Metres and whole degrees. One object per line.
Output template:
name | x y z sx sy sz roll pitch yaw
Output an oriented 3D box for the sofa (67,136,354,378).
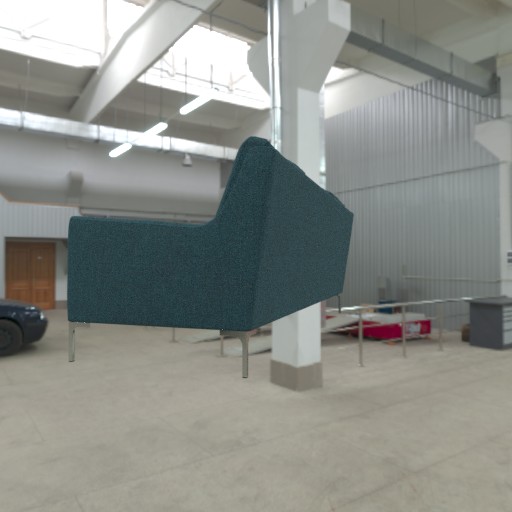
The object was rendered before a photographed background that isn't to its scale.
sofa | 0.000 0.000 2.522 0.849 0.837 2.060 0 -1 20
